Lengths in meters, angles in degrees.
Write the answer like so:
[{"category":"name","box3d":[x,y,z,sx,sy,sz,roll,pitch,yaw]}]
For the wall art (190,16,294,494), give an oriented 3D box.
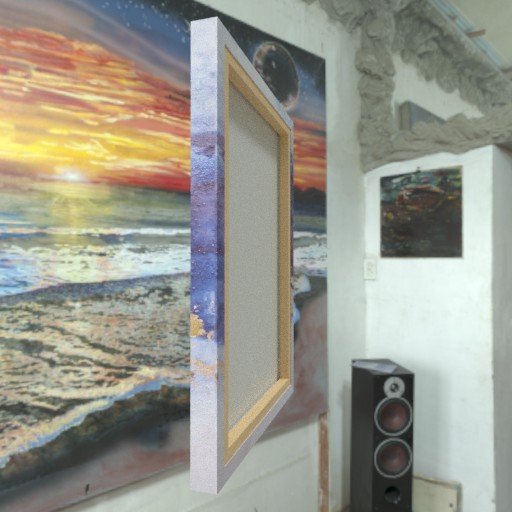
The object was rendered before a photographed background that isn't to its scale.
[{"category":"wall art","box3d":[0.000,0.000,0.752,0.036,0.581,0.437,0,0,17]}]
